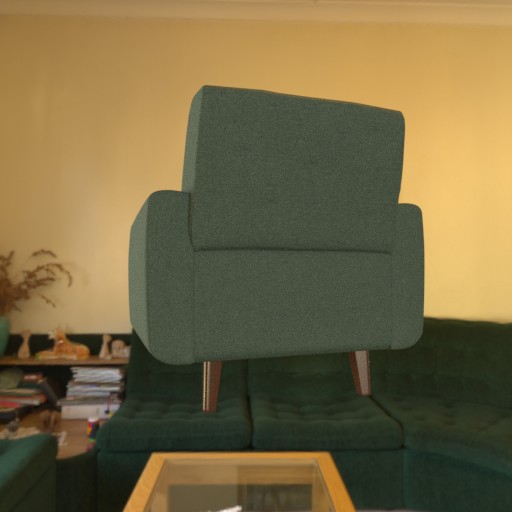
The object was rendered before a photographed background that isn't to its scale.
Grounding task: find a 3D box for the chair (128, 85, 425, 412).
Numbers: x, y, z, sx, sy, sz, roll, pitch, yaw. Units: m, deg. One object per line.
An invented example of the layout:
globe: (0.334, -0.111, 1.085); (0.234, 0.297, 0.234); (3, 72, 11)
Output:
chair: (0.000, 0.000, 1.563); (0.831, 0.841, 0.909); (0, -2, -19)
